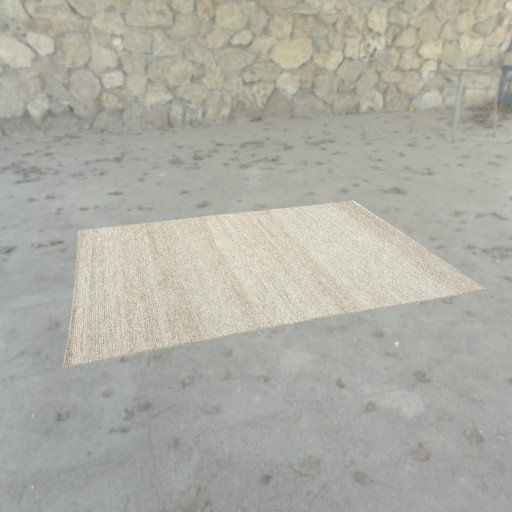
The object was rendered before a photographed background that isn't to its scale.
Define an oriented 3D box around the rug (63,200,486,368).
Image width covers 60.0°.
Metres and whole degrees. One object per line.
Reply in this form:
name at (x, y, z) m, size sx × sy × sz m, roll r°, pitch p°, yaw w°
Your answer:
rug at (0.000, 0.000, 2.917) m, size 2.283 × 0.030 × 1.596 m, roll -8°, pitch 27°, yaw -15°
